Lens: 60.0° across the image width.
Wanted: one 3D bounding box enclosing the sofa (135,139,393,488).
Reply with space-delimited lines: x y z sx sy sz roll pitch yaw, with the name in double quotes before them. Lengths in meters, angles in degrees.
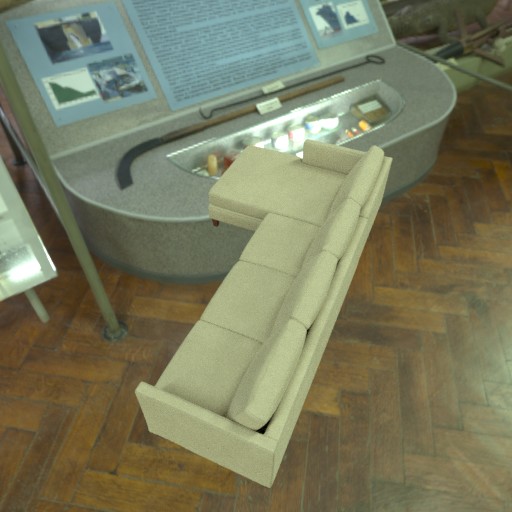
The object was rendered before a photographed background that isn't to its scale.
"sofa" 0.000 0.000 3.852 1.625 0.846 3.186 18 48 16
